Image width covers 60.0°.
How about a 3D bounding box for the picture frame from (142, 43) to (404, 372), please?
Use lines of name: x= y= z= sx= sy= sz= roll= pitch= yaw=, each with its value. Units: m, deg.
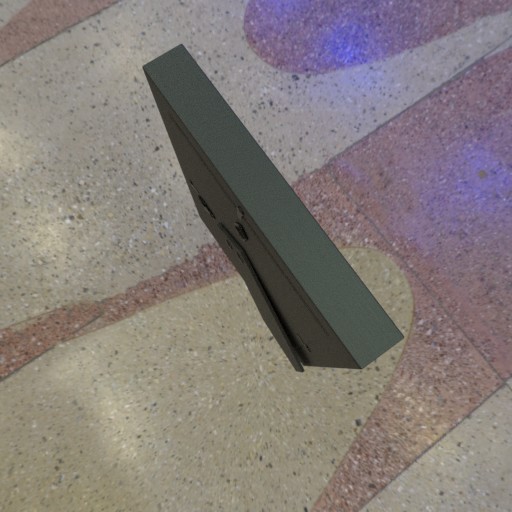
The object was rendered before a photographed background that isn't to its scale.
picture frame: x=0.000 y=0.000 z=0.282 sx=0.028 sy=0.208 sz=0.157 roll=-34 pitch=79 yaw=-8
